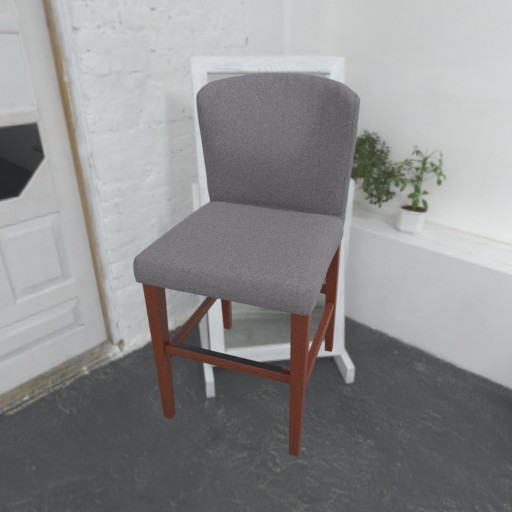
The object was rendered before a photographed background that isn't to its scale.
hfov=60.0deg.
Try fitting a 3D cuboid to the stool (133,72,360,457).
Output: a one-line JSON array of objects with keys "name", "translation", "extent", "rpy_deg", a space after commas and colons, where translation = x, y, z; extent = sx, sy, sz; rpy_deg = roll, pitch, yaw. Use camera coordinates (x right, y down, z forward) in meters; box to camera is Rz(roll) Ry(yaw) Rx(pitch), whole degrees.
[{"name": "stool", "translation": [0.000, 0.000, 1.320], "extent": [0.481, 0.968, 0.568], "rpy_deg": [9, 29, 17]}]
